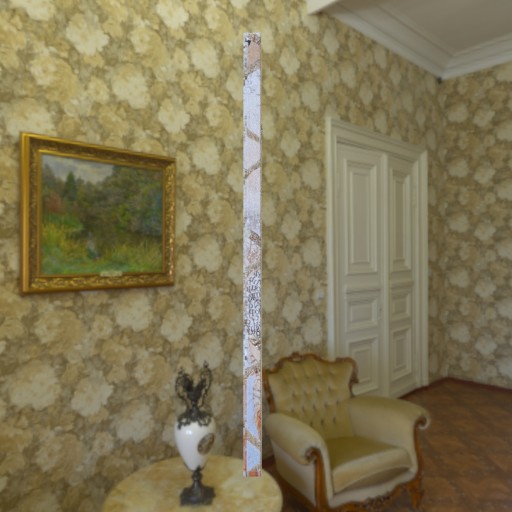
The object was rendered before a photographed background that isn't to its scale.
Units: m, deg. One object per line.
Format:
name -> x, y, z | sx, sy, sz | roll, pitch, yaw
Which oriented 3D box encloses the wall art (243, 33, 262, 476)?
wall art -> 0.000, 0.000, 1.360 | 0.039, 0.914, 0.912 | 0, -1, 1
